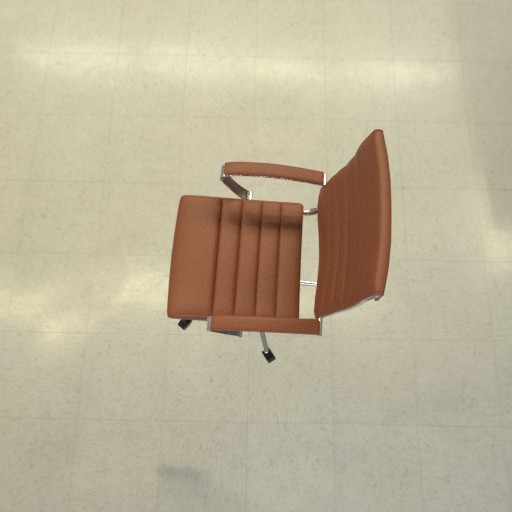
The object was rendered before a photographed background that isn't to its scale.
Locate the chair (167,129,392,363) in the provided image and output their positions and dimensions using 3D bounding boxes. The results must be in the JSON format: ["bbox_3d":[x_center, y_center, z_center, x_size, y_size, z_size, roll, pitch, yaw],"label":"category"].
[{"bbox_3d":[0.000,0.000,1.659,0.739,1.149,0.766,4,76,1],"label":"chair"}]
